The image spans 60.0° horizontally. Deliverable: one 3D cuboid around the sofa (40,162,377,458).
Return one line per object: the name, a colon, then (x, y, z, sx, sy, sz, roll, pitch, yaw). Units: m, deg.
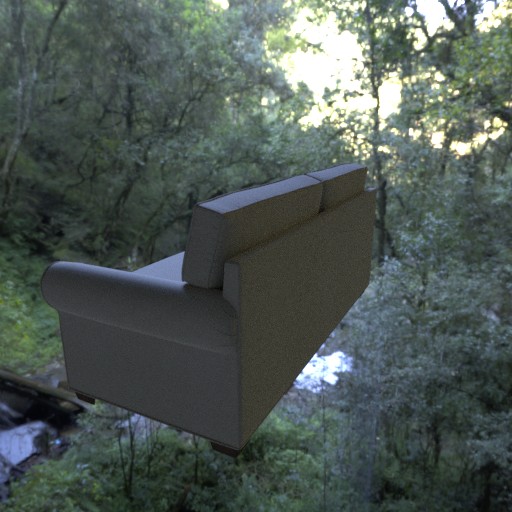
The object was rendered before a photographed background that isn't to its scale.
sofa: (0.000, 0.000, 2.536, 0.901, 0.962, 2.146, 8, 18, 26)
